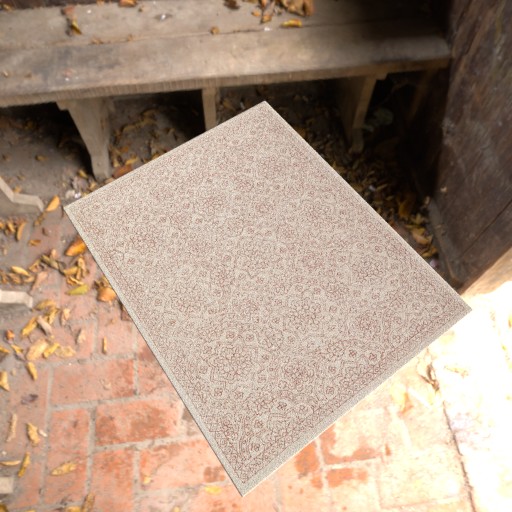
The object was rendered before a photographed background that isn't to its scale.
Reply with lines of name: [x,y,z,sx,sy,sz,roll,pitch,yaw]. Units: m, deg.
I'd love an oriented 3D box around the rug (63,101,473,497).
rug: [0.000,0.000,4.071,2.441,0.015,3.050,-33,67,-15]
